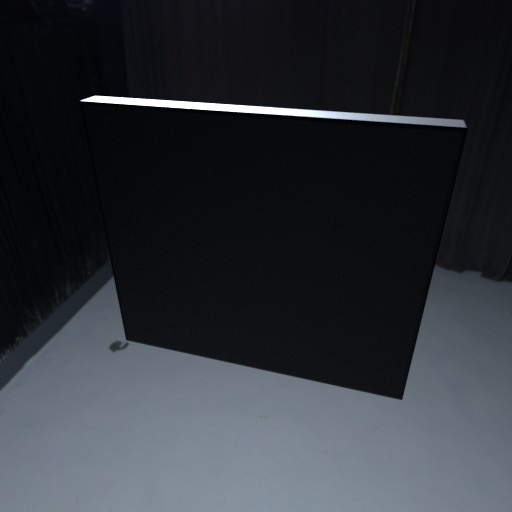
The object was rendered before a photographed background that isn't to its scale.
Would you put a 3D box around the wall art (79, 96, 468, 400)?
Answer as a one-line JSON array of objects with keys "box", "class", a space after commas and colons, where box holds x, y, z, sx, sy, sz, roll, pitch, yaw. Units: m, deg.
[{"box": [0.000, 0.000, 0.515, 0.380, 0.330, 0.028, 9, 32, 14], "class": "wall art"}]
